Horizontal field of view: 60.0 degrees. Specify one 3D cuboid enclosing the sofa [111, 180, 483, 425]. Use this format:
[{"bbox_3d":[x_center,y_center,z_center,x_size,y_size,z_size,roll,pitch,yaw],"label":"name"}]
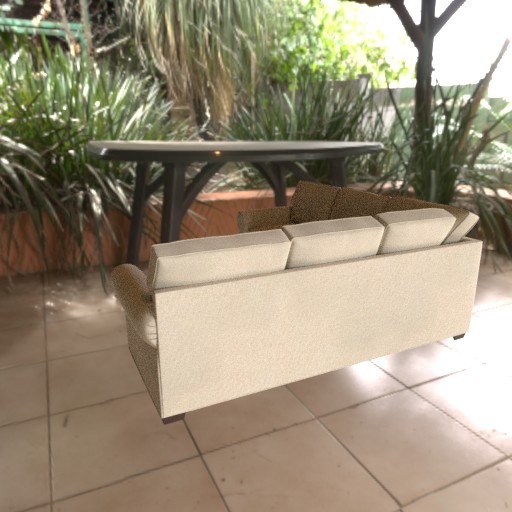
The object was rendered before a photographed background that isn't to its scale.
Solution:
[{"bbox_3d":[0.000,0.000,3.899,2.569,1.054,2.487,-8,18,-25],"label":"sofa"}]
